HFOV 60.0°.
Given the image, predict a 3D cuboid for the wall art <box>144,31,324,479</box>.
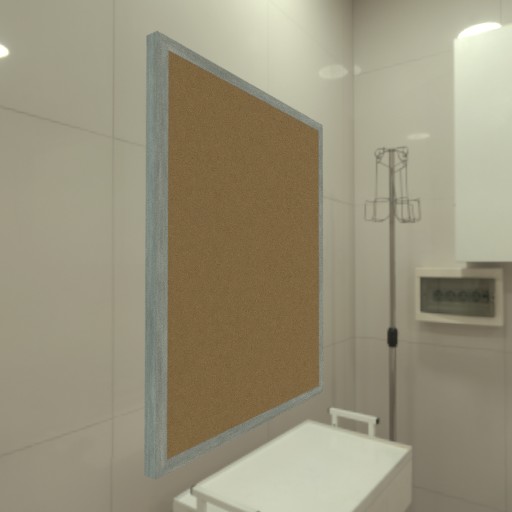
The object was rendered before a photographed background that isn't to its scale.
[{"bbox_3d":[0.000,0.000,0.776,0.022,0.582,0.479,-1,-1,35],"label":"wall art"}]
